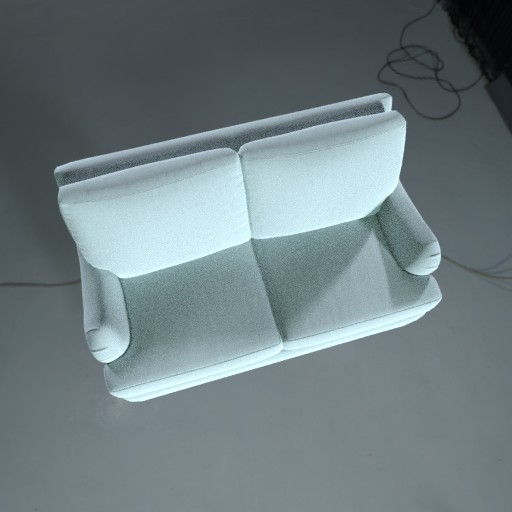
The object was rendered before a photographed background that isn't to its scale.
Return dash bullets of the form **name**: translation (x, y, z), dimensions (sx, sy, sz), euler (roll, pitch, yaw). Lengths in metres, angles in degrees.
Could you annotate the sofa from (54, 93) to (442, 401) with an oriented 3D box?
- **sofa**: translation (0.000, 0.000, 2.468), dimensions (1.853, 1.101, 1.084), euler (-15, 66, -7)
